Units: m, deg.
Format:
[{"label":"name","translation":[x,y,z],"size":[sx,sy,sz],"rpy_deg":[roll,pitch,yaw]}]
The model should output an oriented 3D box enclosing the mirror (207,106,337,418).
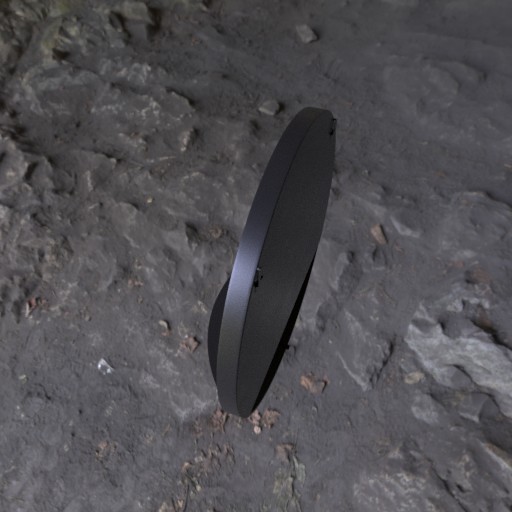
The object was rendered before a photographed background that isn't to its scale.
[{"label":"mirror","translation":[0.000,0.000,0.686],"size":[0.133,0.457,0.457],"rpy_deg":[15,48,14]}]
